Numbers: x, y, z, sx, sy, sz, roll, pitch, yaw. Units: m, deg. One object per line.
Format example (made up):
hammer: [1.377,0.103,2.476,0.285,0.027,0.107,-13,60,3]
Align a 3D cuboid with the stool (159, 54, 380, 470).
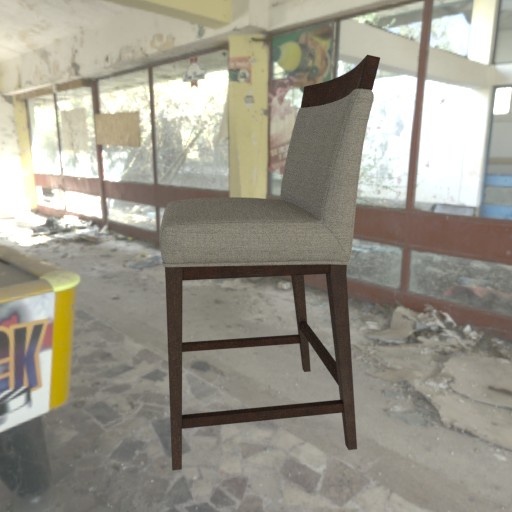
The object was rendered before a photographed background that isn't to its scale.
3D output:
stool: [0.000,0.000,1.296,0.531,1.009,0.512,-2,14,-9]
